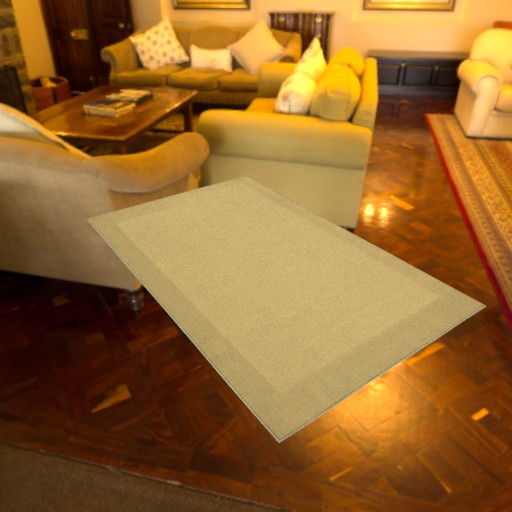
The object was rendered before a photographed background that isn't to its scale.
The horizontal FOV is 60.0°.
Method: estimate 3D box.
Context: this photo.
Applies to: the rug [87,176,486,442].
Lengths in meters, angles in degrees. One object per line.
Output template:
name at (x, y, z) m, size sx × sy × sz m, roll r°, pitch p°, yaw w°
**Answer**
rug at (0.000, 0.000, 3.025) m, size 1.524 × 0.014 × 2.438 m, roll -21°, pitch 38°, yaw -30°
